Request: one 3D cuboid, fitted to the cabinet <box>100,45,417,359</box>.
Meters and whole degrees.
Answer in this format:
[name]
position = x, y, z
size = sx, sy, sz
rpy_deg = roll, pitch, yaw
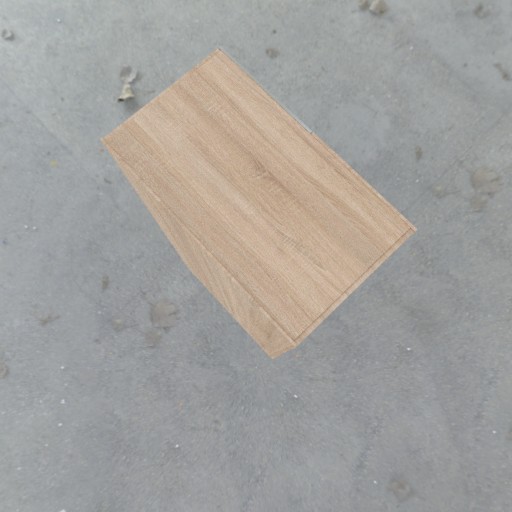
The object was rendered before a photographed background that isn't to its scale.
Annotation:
[cabinet]
position = 0.000, 0.000, 2.569
size = 0.590, 2.121, 1.001
rpy_deg = -42, 80, -10
